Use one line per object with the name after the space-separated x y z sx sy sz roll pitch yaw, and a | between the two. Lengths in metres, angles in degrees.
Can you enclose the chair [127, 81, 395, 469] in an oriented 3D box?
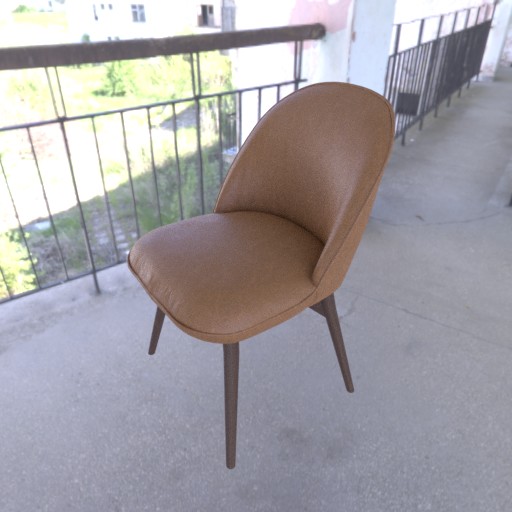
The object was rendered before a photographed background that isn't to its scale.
0.000 0.000 1.217 0.631 0.831 0.521 -20 37 -29 | chair
